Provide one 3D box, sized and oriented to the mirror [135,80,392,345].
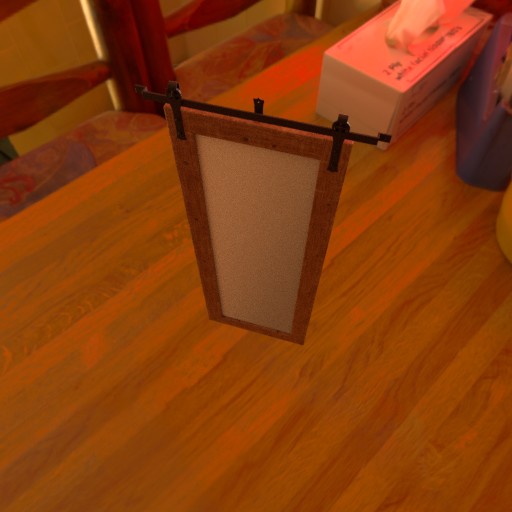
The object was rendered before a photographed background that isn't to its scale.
[{"bbox_3d":[0.000,0.000,2.102,0.847,1.793,0.042,14,59,9],"label":"mirror"}]
